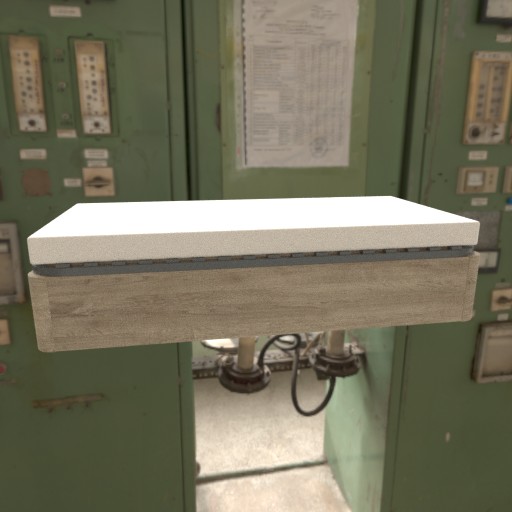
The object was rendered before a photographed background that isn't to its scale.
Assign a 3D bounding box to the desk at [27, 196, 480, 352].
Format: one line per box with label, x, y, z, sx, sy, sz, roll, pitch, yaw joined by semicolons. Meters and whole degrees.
desk;0.000;0.000;2.236;1.900;0.455;0.900;-3;16;-9
